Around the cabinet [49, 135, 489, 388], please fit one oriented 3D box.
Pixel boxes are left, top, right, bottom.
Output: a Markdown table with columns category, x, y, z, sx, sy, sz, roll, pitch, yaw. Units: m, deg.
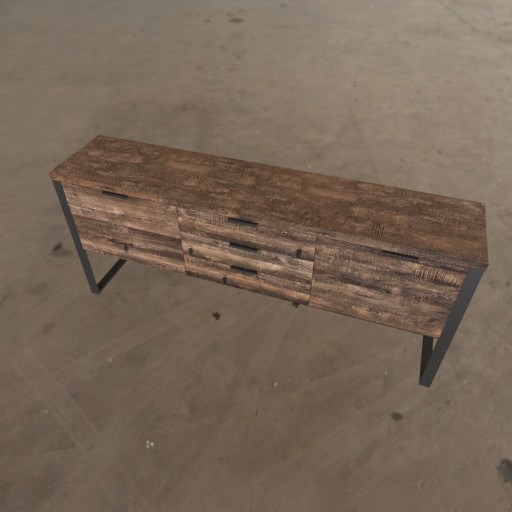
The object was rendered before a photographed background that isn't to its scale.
| category | x | y | z | sx | sy | sz | roll | pitch | yaw |
| --- | --- | --- | --- | --- | --- | --- | --- | --- | --- |
| cabinet | 0.000 | 0.000 | 2.106 | 1.800 | 0.762 | 0.395 | 13 | 43 | 14 |
